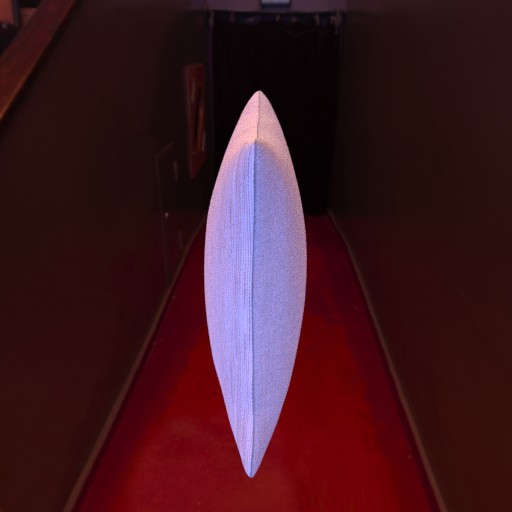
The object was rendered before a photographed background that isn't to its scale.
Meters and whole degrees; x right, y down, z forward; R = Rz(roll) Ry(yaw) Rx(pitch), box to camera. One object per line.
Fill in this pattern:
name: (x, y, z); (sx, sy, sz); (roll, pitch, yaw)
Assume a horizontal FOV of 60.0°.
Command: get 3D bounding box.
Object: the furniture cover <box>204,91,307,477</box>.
furniture cover: (0.000, 0.000, 0.791); (0.178, 0.506, 0.512); (0, 26, 1)
